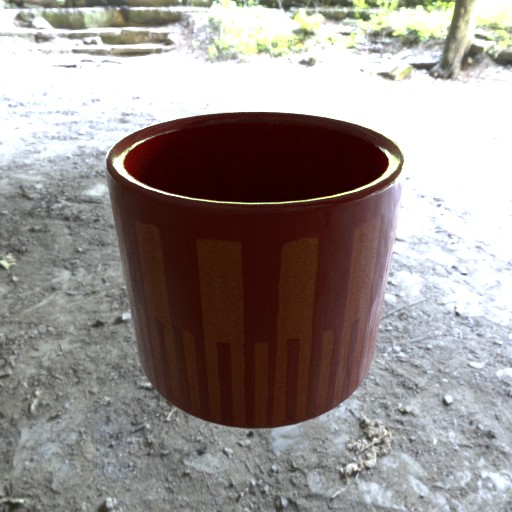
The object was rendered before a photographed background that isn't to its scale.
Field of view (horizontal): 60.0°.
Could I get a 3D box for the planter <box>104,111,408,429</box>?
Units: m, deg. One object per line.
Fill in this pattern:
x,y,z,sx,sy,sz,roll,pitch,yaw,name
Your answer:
0.000,0.000,0.398,0.230,0.202,0.230,0,31,0,planter
